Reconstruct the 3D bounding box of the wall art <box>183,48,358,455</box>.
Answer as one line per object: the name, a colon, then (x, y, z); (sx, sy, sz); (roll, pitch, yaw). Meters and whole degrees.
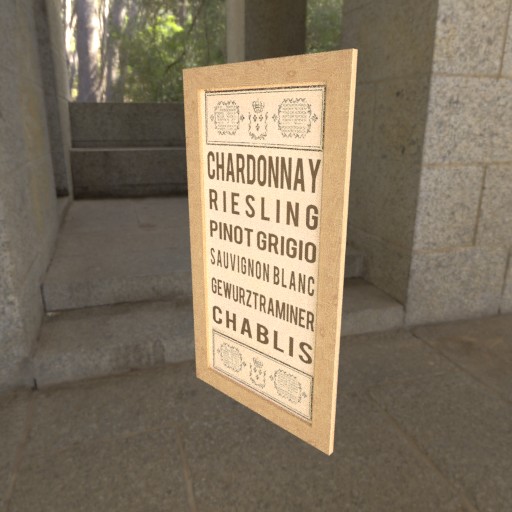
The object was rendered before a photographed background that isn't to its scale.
wall art: (0.000, 0.000, 0.842); (0.381, 0.683, 0.013); (15, 23, 41)
